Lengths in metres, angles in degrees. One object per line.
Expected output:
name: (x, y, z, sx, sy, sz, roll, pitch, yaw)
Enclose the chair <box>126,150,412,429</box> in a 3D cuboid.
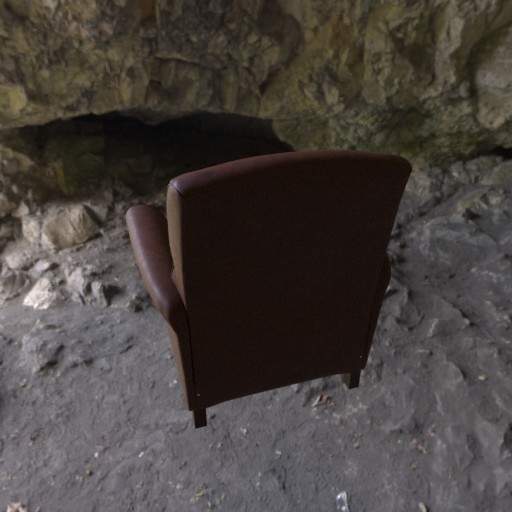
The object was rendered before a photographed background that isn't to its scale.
chair: (0.000, 0.000, 1.839, 0.978, 1.061, 0.902, -9, 29, -16)
